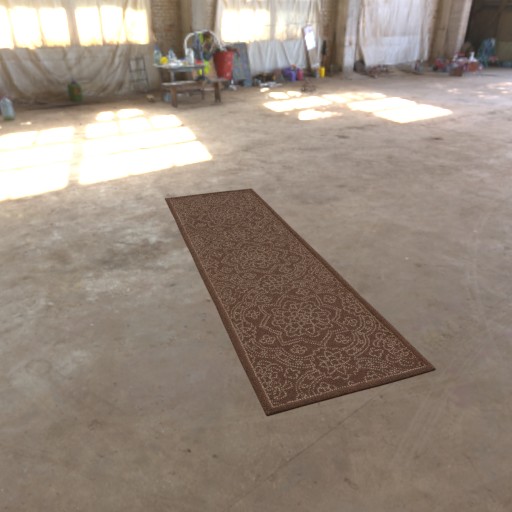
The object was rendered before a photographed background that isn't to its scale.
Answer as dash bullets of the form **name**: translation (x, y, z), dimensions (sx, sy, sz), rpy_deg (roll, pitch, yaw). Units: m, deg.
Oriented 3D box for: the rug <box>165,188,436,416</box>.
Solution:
- **rug**: translation (0.000, 0.000, 2.780), dimensions (0.769, 0.012, 2.448), rpy_deg (-9, 29, -17)
